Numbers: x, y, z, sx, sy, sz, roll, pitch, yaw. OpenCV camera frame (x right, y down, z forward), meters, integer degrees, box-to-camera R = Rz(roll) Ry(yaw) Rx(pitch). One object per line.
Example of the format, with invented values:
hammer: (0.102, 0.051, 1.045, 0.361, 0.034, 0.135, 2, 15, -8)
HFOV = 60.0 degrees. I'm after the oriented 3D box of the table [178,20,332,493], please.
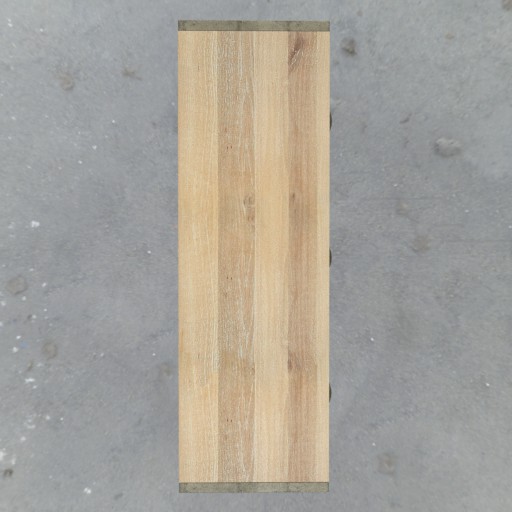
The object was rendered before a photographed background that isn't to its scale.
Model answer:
table: (0.000, 0.000, 1.375, 0.361, 0.763, 1.059, 0, 91, -1)
